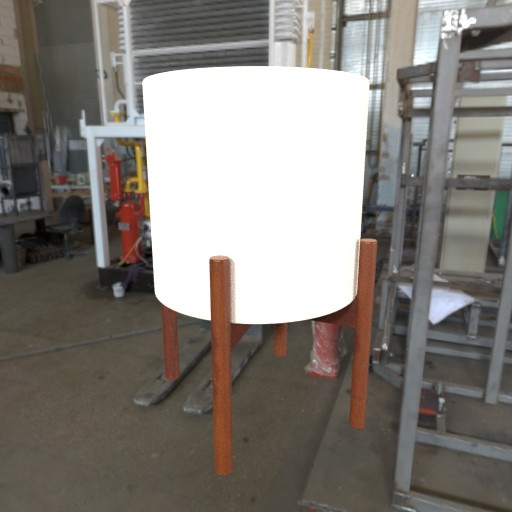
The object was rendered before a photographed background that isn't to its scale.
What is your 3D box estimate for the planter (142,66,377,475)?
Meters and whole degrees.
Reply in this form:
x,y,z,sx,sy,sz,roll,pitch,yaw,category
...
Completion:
x,y,z,sx,sy,sz,roll,pitch,yaw,category
0.000,0.000,0.922,0.417,0.670,0.417,-7,16,-24,planter
